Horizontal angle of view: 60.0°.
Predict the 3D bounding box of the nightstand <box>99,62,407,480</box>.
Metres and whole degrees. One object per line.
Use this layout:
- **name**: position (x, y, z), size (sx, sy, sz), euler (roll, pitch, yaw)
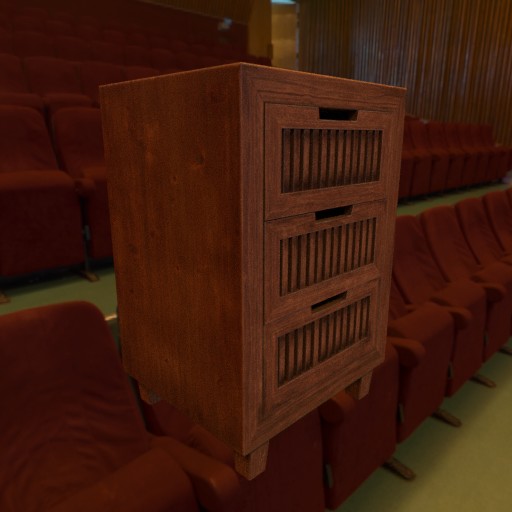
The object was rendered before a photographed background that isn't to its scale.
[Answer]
- **nightstand**: position (0.000, 0.000, 0.972), size (0.410, 0.695, 0.465), euler (14, 21, 43)
